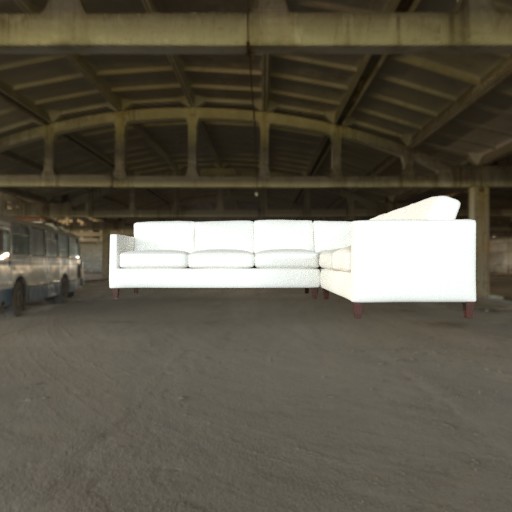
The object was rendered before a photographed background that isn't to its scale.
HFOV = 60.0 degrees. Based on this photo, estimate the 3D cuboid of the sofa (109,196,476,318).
[{"bbox_3d":[0.000,0.000,4.531,3.302,0.947,2.593,0,0,0],"label":"sofa"}]
